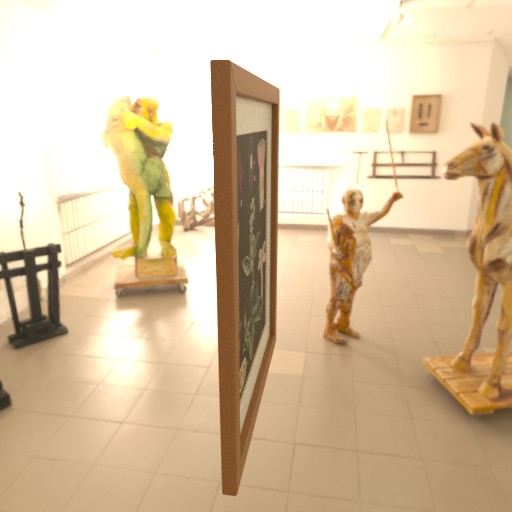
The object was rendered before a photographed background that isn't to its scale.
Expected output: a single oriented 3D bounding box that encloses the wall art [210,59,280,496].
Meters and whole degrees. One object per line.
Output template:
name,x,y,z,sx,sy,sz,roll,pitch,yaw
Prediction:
wall art,0.000,0.000,0.508,0.015,0.379,0.310,3,17,9
